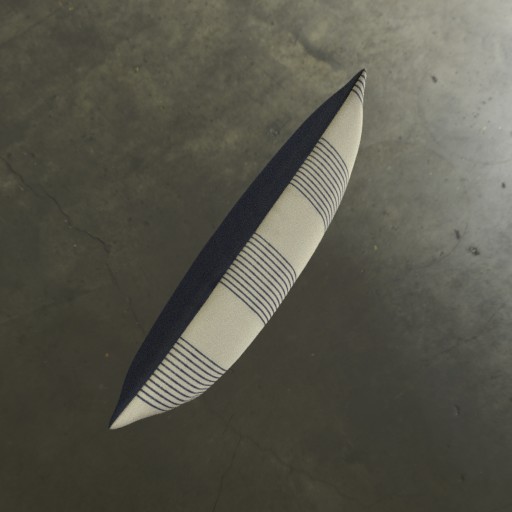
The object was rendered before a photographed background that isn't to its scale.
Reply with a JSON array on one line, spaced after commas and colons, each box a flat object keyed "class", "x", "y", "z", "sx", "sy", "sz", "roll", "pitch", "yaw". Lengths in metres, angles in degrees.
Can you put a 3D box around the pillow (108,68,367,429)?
[{"class": "pillow", "x": 0.000, "y": 0.000, "z": 0.727, "sx": 0.151, "sy": 0.287, "sz": 0.610, "roll": 33, "pitch": 77, "yaw": 8}]
